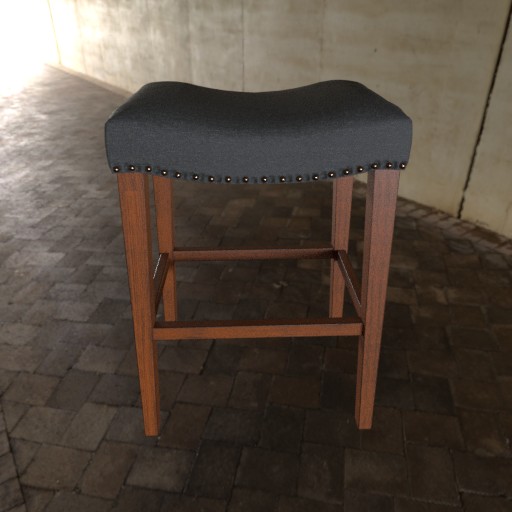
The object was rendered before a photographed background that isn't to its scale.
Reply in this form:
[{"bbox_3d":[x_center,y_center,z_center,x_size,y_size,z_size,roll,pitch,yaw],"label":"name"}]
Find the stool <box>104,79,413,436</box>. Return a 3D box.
[{"bbox_3d":[0.000,0.000,0.850,0.439,0.612,0.320,-1,29,-2],"label":"stool"}]
